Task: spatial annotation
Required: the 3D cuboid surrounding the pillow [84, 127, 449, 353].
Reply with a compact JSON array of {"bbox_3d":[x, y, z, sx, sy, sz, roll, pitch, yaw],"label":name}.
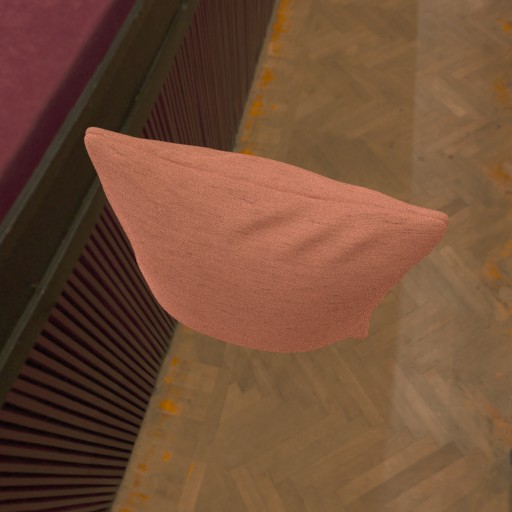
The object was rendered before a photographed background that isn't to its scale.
[{"bbox_3d":[0.000,0.000,0.675,0.432,0.415,0.246,15,64,7],"label":"pillow"}]
